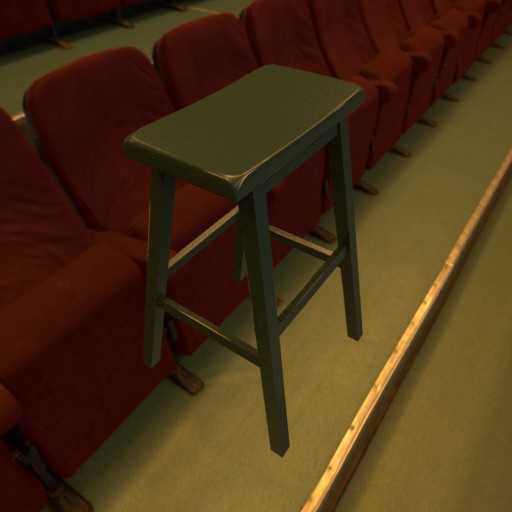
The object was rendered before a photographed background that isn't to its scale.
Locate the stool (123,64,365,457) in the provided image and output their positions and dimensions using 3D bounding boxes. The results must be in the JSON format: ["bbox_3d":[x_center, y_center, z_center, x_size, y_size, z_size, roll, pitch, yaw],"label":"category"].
[{"bbox_3d":[0.000,0.000,1.068,0.476,0.737,0.457,25,48,25],"label":"stool"}]
